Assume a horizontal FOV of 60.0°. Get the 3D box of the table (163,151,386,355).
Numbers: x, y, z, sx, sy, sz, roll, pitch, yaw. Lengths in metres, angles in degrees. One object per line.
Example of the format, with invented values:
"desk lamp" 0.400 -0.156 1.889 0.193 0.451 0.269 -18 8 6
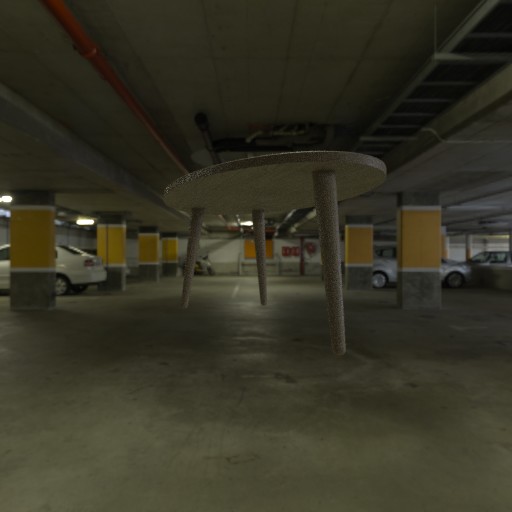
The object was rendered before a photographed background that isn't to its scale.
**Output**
"table" 0.000 0.000 1.350 0.542 0.390 1.083 0 0 -18
